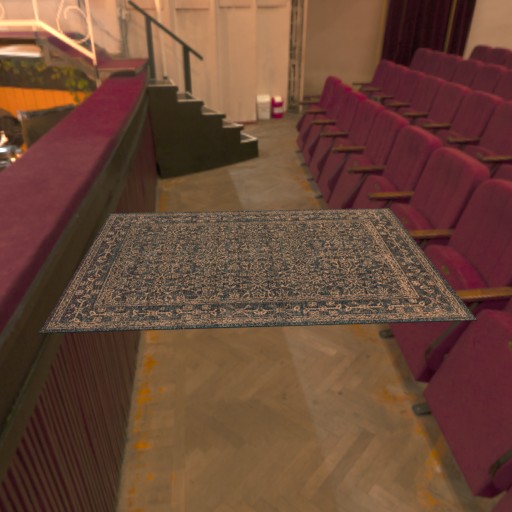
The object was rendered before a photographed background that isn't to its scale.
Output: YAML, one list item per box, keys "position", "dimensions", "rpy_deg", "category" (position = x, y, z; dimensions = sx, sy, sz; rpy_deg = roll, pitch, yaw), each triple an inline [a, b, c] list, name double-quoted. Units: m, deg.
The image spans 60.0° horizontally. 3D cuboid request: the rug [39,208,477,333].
- position: [0.000, 0.000, 2.355]
  dimensions: [1.819, 0.005, 1.200]
  rpy_deg: [-1, 29, -2]
  category: "rug"
